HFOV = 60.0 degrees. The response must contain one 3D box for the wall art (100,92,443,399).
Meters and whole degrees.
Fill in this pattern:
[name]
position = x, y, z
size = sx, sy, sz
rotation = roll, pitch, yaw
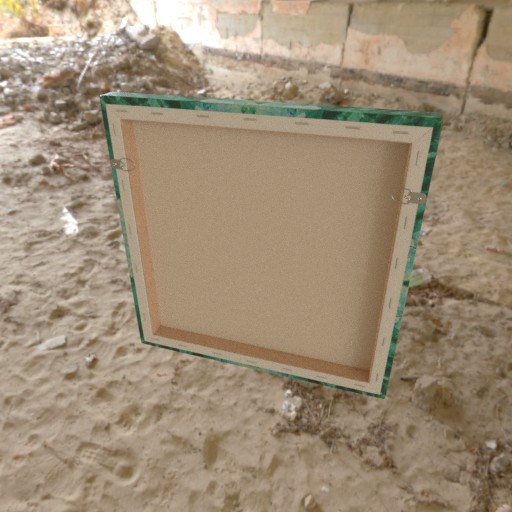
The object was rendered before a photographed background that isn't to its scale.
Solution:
[wall art]
position = 0.000, 0.000, 0.765
size = 0.507, 0.508, 0.038
rotation = 9, 31, 15
